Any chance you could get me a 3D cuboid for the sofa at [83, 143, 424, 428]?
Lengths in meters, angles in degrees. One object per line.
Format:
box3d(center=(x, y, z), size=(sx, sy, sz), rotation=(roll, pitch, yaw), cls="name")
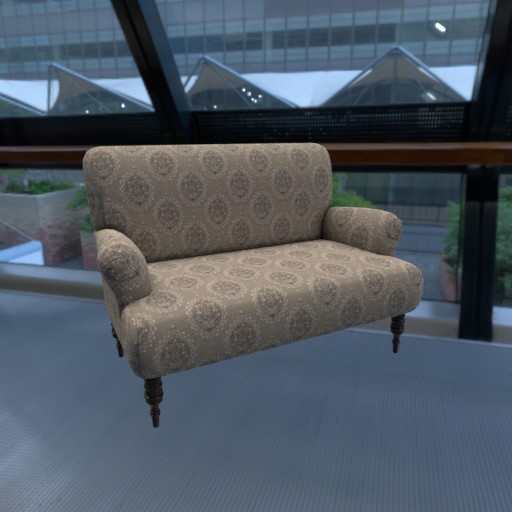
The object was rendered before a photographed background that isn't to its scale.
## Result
box3d(center=(0.000, 0.000, 1.858), size=(1.297, 0.889, 0.779), rotation=(-8, 18, -27), cls="sofa")
